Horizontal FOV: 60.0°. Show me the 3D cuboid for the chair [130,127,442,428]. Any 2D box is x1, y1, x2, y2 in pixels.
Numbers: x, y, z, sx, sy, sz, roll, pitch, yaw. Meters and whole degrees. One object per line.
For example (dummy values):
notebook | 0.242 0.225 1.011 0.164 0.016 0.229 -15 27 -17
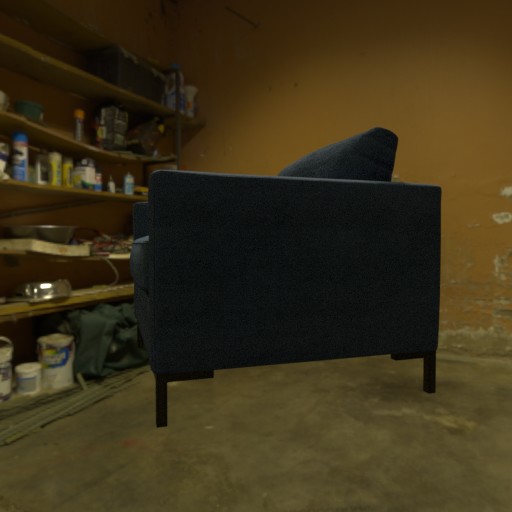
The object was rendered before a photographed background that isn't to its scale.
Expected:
chair | 0.000 0.000 1.624 0.875 0.812 0.964 -1 2 -18
